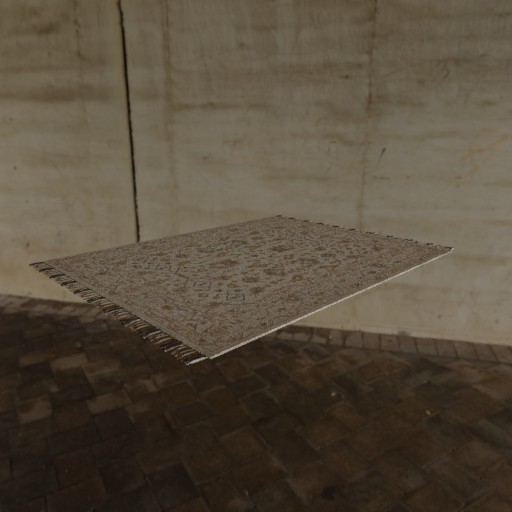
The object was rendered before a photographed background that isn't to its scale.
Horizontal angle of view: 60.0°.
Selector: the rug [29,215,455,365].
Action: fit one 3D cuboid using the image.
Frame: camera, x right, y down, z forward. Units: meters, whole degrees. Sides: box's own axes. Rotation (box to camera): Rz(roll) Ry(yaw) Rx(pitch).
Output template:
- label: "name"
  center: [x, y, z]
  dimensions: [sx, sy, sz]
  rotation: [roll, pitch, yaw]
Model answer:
- label: "rug"
  center: [0.000, 0.000, 2.198]
  dimensions: [1.726, 0.009, 1.278]
  rotation: [-15, 22, -42]
